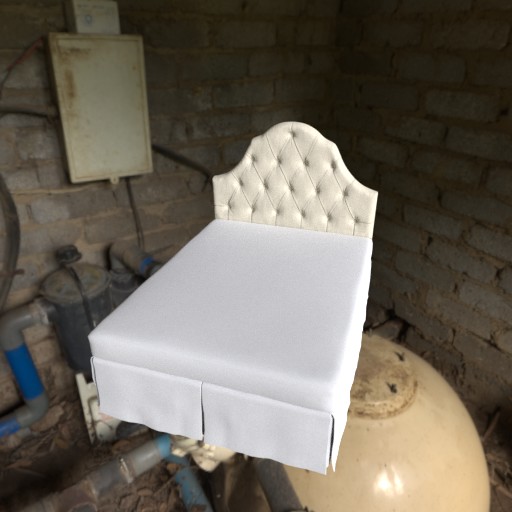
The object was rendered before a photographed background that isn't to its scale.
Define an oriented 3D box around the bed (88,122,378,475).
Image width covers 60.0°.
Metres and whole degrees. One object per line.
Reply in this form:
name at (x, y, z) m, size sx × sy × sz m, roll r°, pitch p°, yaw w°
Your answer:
bed at (0.000, 0.000, 3.249) m, size 1.627 × 1.575 × 2.092 m, roll 8°, pitch 28°, yaw 16°
